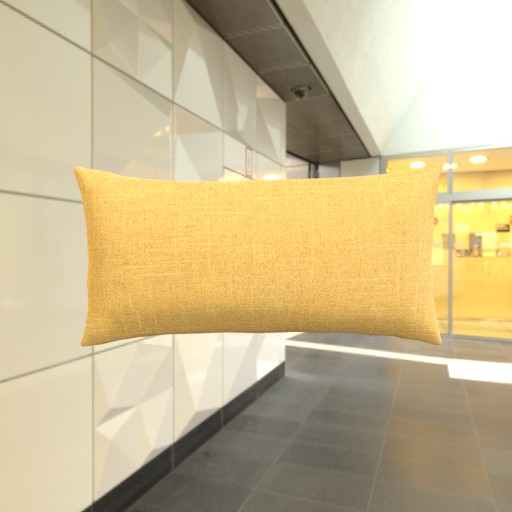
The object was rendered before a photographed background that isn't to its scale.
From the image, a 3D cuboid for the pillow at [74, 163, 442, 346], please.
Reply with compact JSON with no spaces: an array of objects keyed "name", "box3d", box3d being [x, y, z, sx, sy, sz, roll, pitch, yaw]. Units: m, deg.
[{"name":"pillow","box3d":[0.000,0.000,1.042,0.859,0.429,0.197,0,0,2]}]
